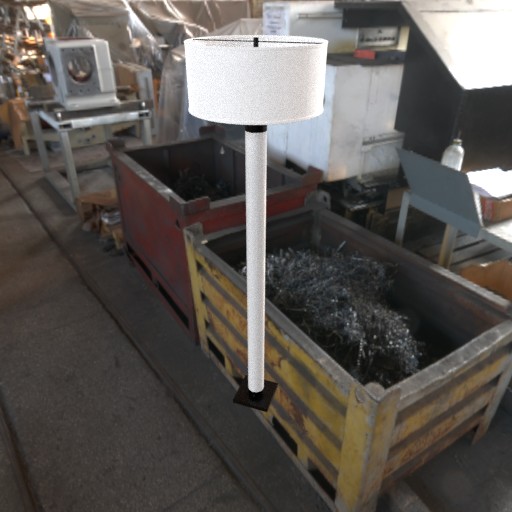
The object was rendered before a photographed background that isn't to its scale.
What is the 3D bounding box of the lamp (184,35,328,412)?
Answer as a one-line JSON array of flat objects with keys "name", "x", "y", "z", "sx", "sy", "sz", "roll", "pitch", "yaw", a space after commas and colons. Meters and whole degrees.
[{"name": "lamp", "x": 0.000, "y": 0.000, "z": 1.662, "sx": 0.420, "sy": 1.475, "sz": 0.420, "roll": 10, "pitch": 32, "yaw": 17}]
